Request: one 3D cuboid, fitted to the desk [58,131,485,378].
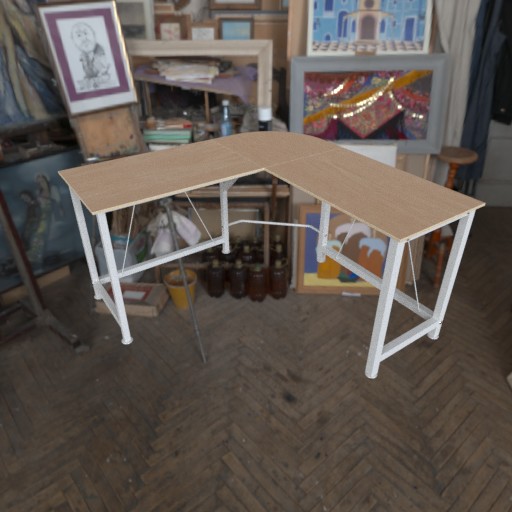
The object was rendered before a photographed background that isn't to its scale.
[{"bbox_3d":[0.000,0.000,2.235,1.400,0.762,1.400,-20,38,-29],"label":"desk"}]
